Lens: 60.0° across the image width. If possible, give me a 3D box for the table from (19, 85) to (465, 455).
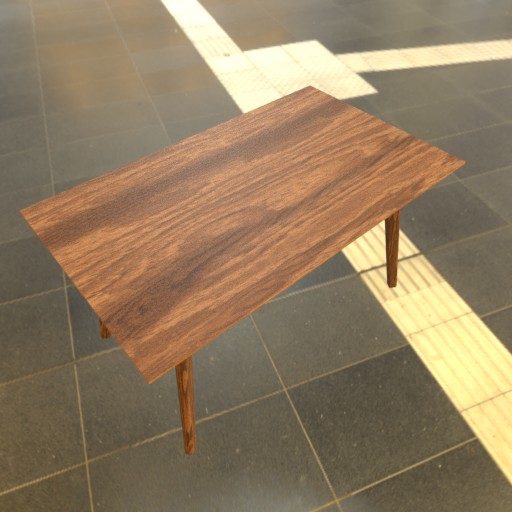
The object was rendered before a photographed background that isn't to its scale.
[{"bbox_3d":[0.000,0.000,1.803,1.349,0.724,0.801,-32,55,-27],"label":"table"}]
